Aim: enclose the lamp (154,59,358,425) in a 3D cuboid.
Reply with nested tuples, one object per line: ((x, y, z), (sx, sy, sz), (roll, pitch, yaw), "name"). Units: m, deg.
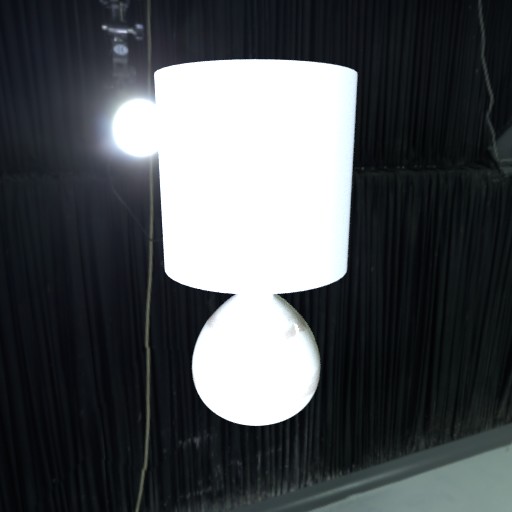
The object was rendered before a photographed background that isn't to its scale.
((0.000, 0.000, 0.534), (0.217, 0.404, 0.217), (-7, 16, -25), "lamp")
